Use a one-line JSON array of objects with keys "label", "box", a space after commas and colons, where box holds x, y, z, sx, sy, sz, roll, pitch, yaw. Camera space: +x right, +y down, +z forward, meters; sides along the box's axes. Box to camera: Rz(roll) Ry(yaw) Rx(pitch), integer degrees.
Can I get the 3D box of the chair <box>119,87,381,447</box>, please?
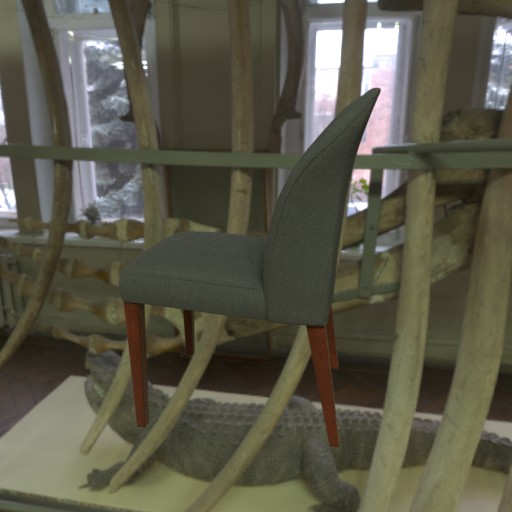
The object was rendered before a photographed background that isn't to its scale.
[{"label": "chair", "box": [0.000, 0.000, 1.255, 0.619, 0.879, 0.506, 3, 15, 9]}]
